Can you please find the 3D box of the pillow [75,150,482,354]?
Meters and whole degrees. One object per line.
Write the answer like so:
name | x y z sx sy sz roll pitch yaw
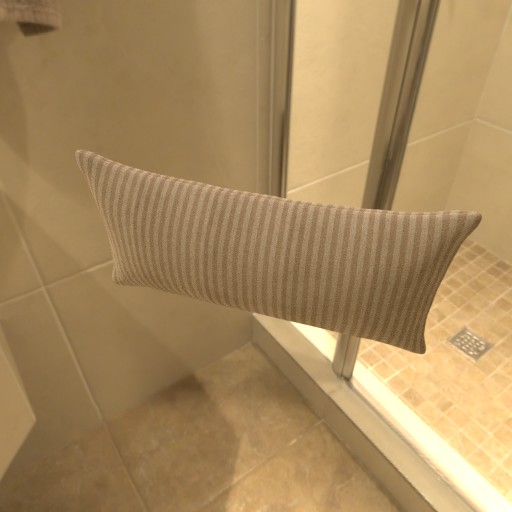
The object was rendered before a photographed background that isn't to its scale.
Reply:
pillow | 0.000 0.000 0.739 0.617 0.295 0.151 11 41 13
